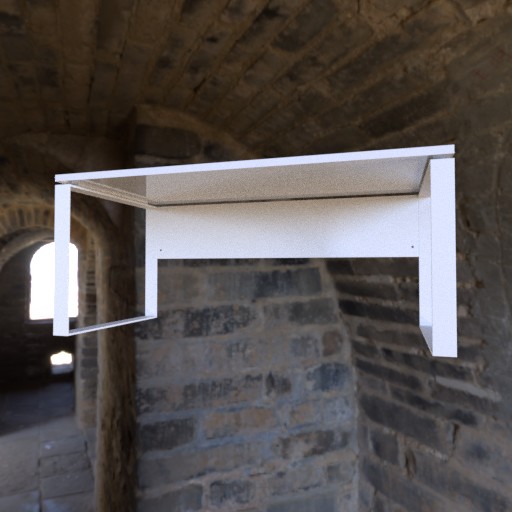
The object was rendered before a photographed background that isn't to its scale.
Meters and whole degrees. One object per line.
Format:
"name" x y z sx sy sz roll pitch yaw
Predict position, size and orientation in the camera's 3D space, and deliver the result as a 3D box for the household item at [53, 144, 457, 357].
"household item" 0.000 0.000 2.174 1.700 0.745 0.800 -1 -2 17
